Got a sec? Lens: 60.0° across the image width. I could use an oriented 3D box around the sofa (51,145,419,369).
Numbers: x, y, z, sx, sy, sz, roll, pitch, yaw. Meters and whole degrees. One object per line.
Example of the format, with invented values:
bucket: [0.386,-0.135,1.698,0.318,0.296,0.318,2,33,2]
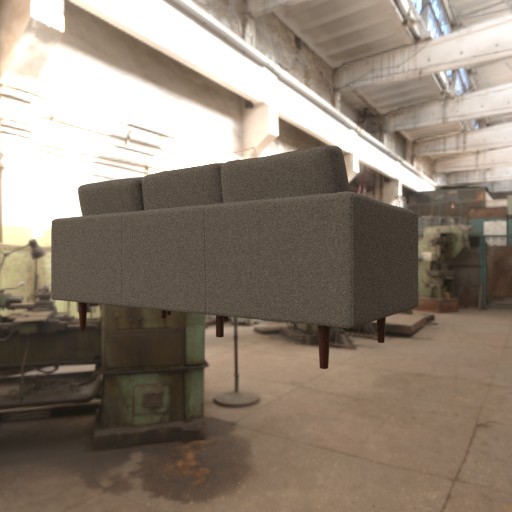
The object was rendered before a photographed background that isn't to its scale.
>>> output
sofa: [0.000,0.000,2.918,2.055,0.957,1.667,0,0,35]
